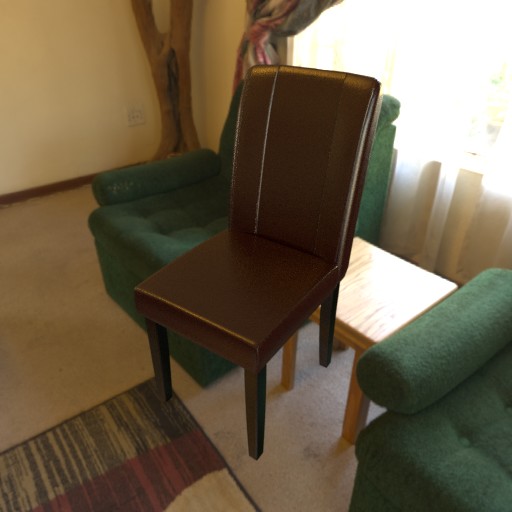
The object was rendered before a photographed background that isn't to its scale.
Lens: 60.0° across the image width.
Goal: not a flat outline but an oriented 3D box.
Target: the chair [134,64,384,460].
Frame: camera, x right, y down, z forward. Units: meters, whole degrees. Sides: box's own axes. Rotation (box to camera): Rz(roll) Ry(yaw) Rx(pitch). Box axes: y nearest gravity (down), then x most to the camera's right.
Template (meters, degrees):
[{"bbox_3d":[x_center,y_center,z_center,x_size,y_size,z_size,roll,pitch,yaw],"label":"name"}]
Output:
[{"bbox_3d":[0.000,0.000,1.216,0.399,0.897,0.556,20,37,29],"label":"chair"}]
